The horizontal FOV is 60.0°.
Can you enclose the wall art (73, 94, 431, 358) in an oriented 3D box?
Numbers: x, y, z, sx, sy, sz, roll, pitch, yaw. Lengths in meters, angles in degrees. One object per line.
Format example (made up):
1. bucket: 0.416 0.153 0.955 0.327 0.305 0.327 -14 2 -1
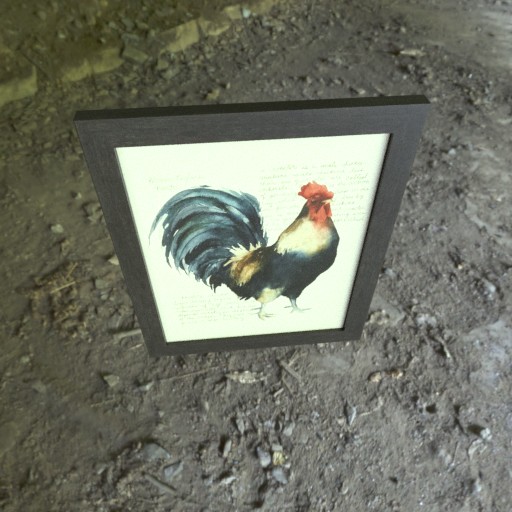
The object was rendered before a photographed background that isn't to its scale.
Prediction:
1. wall art: 0.000 0.000 0.808 0.479 0.580 0.027 -4 46 -4
